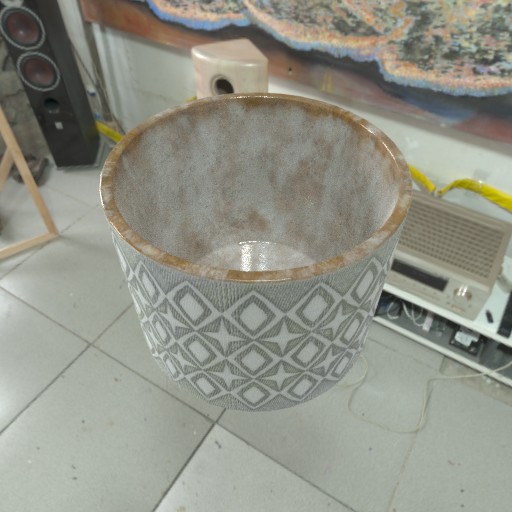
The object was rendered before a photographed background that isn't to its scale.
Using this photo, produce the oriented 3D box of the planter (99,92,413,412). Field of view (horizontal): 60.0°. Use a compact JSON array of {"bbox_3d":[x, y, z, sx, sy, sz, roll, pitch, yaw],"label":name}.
[{"bbox_3d":[0.000,0.000,0.450,0.255,0.223,0.255,0,47,0],"label":"planter"}]
